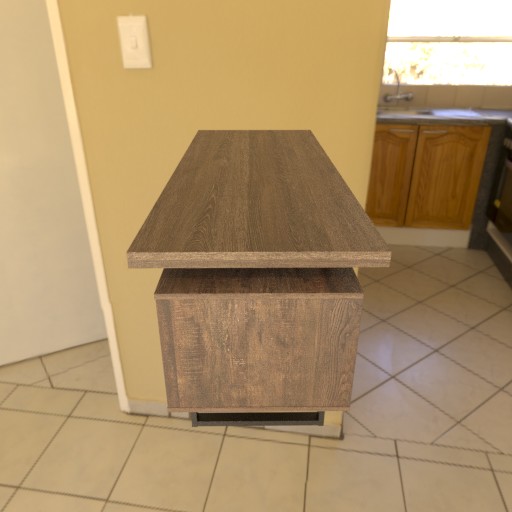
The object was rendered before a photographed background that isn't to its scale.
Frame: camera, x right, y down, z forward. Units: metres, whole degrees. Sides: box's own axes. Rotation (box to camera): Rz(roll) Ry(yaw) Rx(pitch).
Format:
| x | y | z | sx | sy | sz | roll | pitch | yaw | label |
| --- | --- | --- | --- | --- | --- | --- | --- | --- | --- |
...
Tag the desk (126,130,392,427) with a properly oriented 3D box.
| x | y | z | sx | sy | sz | roll | pitch | yaw | label |
| --- | --- | --- | --- | --- | --- | --- | --- | --- | --- |
| 0.000 | 0.000 | 1.852 | 0.600 | 0.760 | 1.524 | 0 | 26 | -1 | desk |
